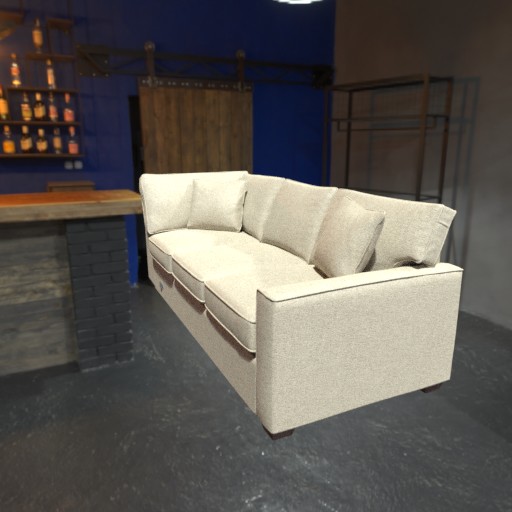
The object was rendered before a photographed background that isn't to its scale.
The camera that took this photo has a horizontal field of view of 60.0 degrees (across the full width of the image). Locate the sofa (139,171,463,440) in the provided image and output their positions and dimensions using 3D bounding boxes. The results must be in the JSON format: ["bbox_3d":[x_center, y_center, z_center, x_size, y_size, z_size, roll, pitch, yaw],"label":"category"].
[{"bbox_3d":[0.000,0.000,2.871,1.053,0.948,2.323,-7,16,-24],"label":"sofa"}]
